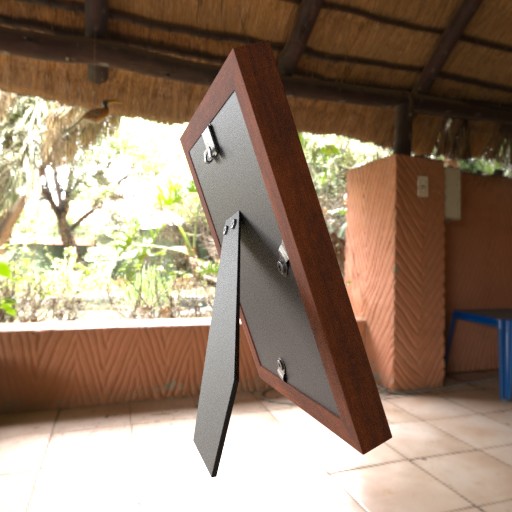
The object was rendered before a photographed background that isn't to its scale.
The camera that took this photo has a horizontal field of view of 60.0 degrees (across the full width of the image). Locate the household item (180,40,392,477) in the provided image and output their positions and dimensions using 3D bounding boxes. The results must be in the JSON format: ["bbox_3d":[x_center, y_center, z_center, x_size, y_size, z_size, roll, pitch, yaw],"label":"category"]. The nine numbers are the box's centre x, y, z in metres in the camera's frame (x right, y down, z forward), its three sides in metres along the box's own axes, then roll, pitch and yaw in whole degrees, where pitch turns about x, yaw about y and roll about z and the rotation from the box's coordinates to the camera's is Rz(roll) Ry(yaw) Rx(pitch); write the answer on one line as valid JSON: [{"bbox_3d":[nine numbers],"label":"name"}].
[{"bbox_3d":[0.000,0.000,0.292,0.096,0.204,0.160,0,-1,-19],"label":"household item"}]
